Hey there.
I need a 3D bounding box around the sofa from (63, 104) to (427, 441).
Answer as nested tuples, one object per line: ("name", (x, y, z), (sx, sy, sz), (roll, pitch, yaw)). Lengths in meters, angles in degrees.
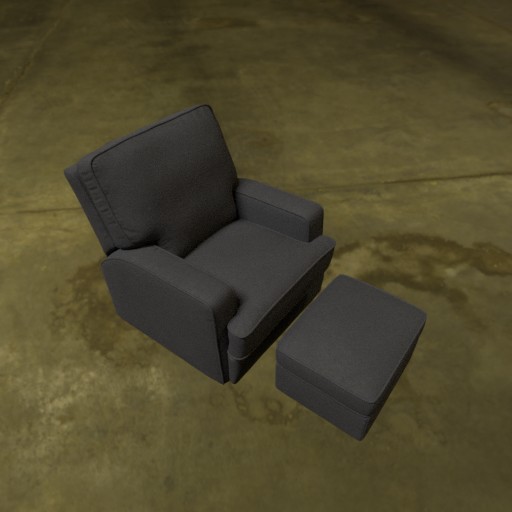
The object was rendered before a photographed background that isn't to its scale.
("sofa", (0.000, 0.000, 1.983), (1.472, 0.959, 0.861), (26, 47, 27))
